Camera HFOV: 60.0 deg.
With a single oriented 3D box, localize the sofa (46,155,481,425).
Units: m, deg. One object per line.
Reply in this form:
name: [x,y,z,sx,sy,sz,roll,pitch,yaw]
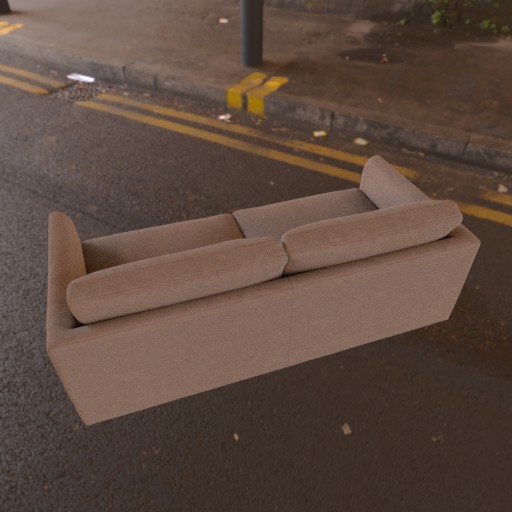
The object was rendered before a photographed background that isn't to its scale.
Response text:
sofa: [0.000,0.000,2.661,2.588,0.838,1.090,-13,42,-14]
